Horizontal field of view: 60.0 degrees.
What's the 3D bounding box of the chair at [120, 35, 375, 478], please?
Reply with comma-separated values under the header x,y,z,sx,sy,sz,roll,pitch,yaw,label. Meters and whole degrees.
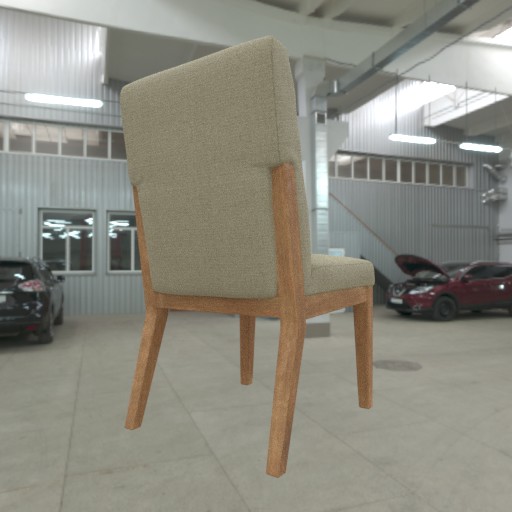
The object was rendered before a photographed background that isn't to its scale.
x,y,z,sx,sy,sz,roll,pitch,yaw,label
0.000,0.000,1.257,0.507,0.911,0.586,-1,-1,35,chair
